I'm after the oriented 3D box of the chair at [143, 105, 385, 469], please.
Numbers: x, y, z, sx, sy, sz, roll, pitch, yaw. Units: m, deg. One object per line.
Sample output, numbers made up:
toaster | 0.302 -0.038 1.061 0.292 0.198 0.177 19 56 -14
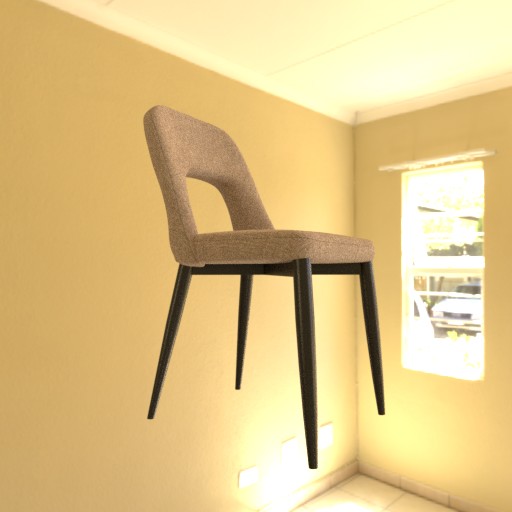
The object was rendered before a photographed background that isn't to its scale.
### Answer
chair | 0.000 0.000 1.288 0.612 0.931 0.470 -1 -2 35
